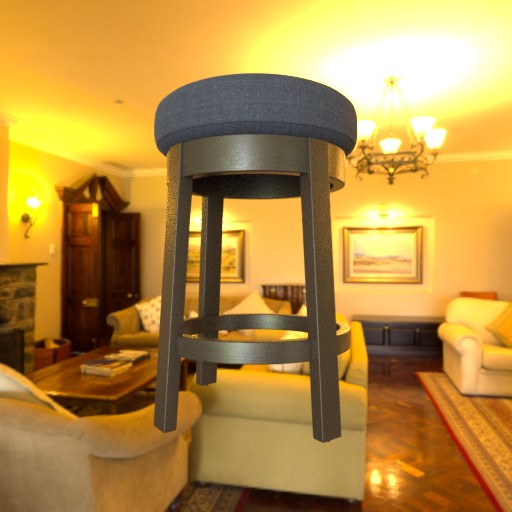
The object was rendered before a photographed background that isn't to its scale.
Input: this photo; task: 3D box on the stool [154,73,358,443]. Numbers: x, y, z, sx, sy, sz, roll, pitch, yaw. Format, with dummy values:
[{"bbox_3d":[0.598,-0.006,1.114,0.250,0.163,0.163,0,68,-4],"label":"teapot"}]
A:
[{"bbox_3d":[0.000,0.000,0.956,0.449,0.655,0.449,0,0,0],"label":"stool"}]
